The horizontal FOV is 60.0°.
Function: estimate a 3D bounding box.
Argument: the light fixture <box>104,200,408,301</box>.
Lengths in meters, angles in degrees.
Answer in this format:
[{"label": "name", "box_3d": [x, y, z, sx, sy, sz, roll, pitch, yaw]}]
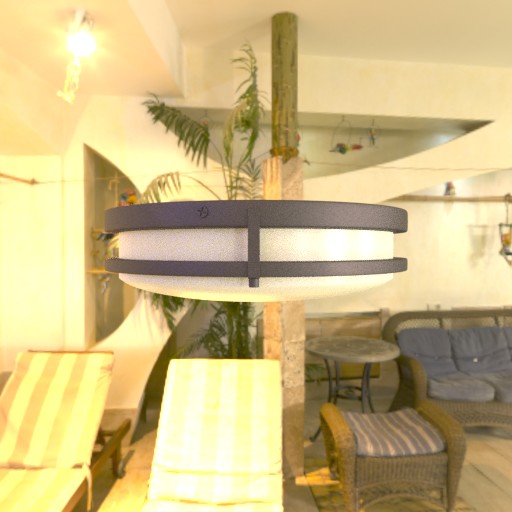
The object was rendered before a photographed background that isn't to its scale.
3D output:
[{"label": "light fixture", "box_3d": [0.000, 0.000, 0.547, 0.356, 0.102, 0.356, 0, 1, 0]}]
